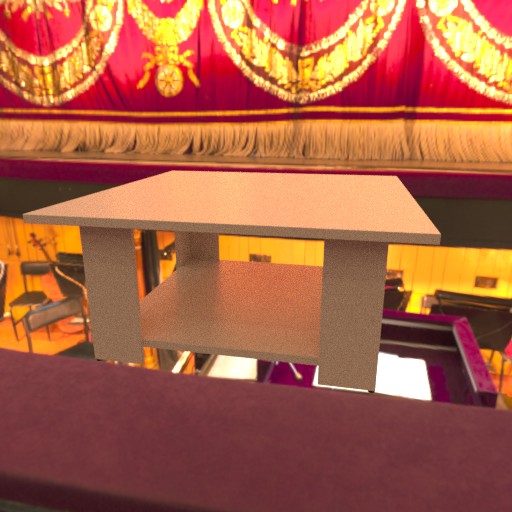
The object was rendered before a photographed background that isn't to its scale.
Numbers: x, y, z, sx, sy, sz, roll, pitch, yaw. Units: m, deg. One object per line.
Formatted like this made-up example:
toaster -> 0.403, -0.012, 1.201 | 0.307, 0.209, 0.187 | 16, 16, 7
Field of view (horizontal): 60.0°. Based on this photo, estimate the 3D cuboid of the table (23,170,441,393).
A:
table -> 0.000, 0.000, 1.046 | 0.670, 0.305, 0.670 | 4, 18, 11
